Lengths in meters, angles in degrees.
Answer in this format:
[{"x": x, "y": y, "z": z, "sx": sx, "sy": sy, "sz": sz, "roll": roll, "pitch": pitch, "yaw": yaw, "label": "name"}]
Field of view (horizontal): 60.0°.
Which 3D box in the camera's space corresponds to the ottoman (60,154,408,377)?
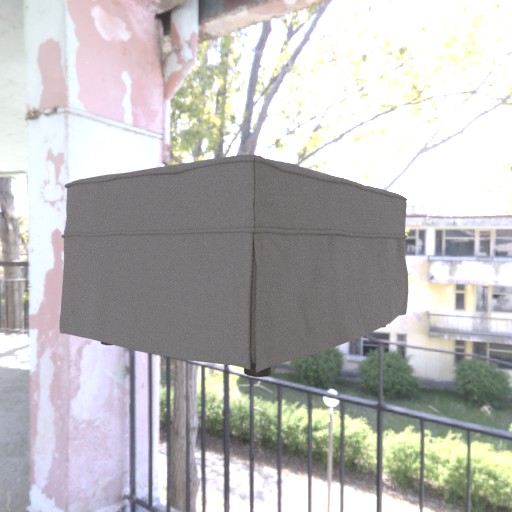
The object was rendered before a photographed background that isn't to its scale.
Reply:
[{"x": 0.000, "y": 0.000, "z": 1.358, "sx": 0.703, "sy": 0.479, "sz": 0.944, "roll": 1, "pitch": 2, "yaw": 36, "label": "ottoman"}]
